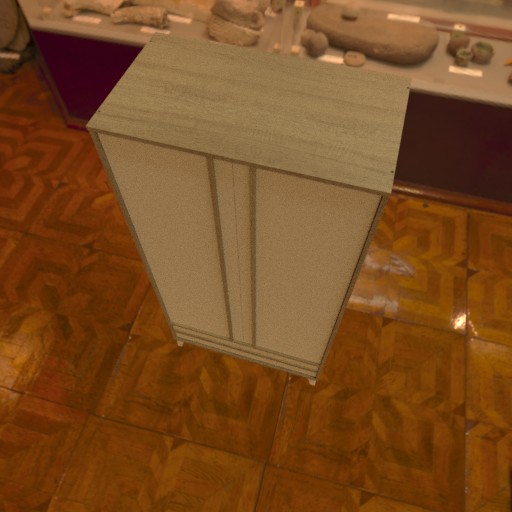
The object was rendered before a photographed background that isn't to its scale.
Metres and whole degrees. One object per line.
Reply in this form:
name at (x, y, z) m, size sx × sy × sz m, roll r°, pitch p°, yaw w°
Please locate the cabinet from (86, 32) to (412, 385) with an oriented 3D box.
cabinet at (0.000, 0.000, 2.378) m, size 1.006 × 1.999 × 0.571 m, roll 14°, pitch 59°, yaw 9°
